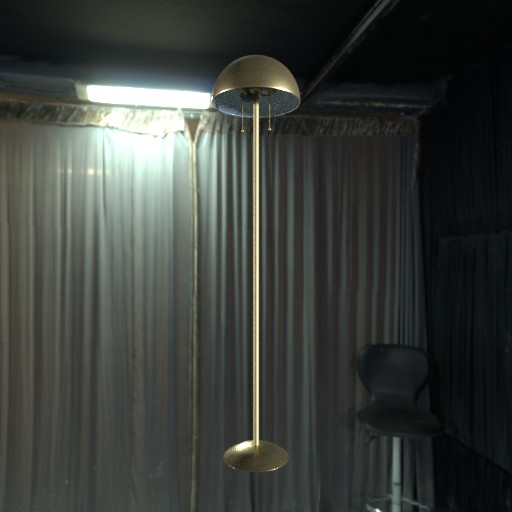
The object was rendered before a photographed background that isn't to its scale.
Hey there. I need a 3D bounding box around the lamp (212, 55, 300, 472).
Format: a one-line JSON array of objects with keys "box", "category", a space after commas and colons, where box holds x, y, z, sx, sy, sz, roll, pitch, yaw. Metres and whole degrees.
[{"box": [0.000, 0.000, 1.642, 0.328, 1.480, 0.328, 0, 0, -16], "category": "lamp"}]
